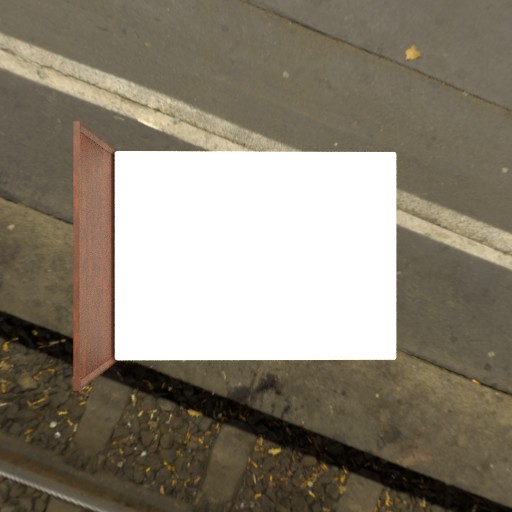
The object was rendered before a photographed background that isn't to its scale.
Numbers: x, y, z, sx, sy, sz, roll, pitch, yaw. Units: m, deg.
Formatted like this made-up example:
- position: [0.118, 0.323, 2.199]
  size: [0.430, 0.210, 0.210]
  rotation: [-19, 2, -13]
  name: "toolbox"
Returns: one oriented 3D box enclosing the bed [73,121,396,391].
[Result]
- position: [0.000, 0.000, 3.280]
  size: [2.184, 1.270, 1.600]
  rotation: [0, 90, -1]
  name: "bed"
